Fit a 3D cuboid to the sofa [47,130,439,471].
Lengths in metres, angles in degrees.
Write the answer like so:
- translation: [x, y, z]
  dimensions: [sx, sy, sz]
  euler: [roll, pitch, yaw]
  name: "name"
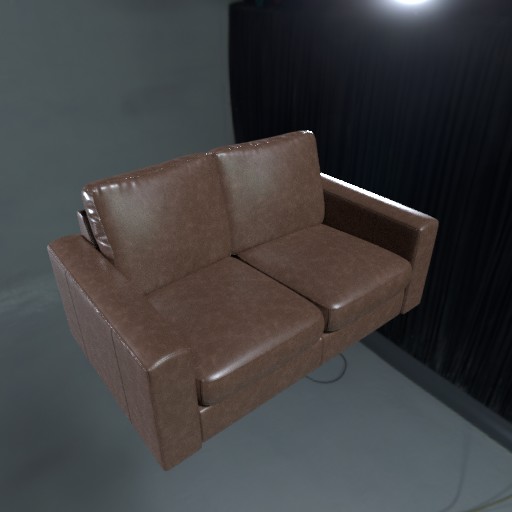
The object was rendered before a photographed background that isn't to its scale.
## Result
- translation: [0.000, 0.000, 2.148]
  dimensions: [1.616, 0.873, 1.016]
  euler: [-23, 38, -32]
  name: "sofa"
